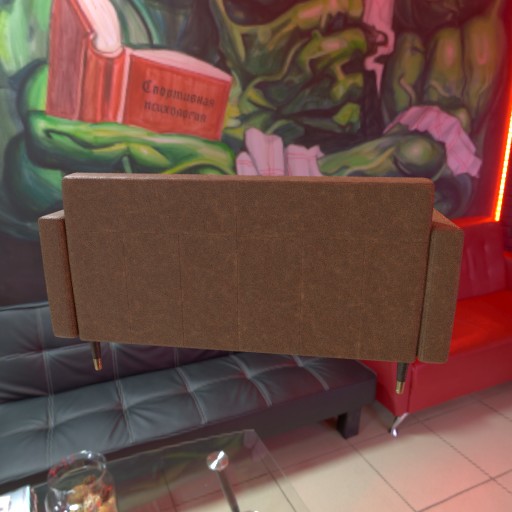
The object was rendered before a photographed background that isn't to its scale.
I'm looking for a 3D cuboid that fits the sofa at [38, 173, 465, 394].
[{"bbox_3d":[0.000,0.000,2.061,1.549,0.820,0.960,2,16,8],"label":"sofa"}]
